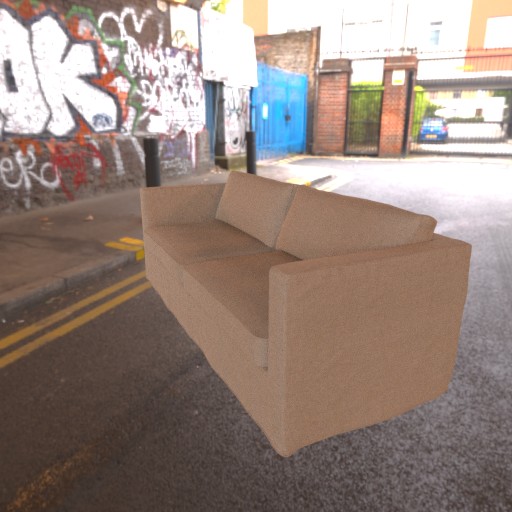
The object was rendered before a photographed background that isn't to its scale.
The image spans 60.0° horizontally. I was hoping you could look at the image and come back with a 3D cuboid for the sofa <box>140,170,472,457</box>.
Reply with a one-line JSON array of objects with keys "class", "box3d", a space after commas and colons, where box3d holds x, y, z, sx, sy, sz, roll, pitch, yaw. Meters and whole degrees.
[{"class": "sofa", "box3d": [0.000, 0.000, 2.711, 0.956, 0.847, 2.296, -8, 19, -25]}]
